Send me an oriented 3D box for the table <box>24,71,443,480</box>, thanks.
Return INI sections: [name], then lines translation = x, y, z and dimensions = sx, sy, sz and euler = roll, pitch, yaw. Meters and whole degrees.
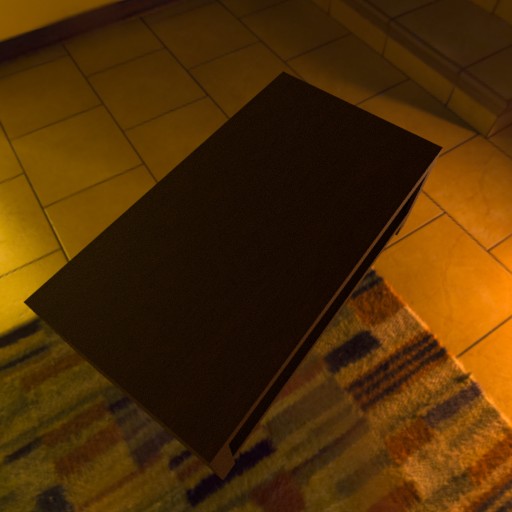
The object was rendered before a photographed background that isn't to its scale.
[table]
translation = 0.000, 0.000, 1.399
dimensions = 0.597, 0.424, 1.099
euler = 33, 64, 18
